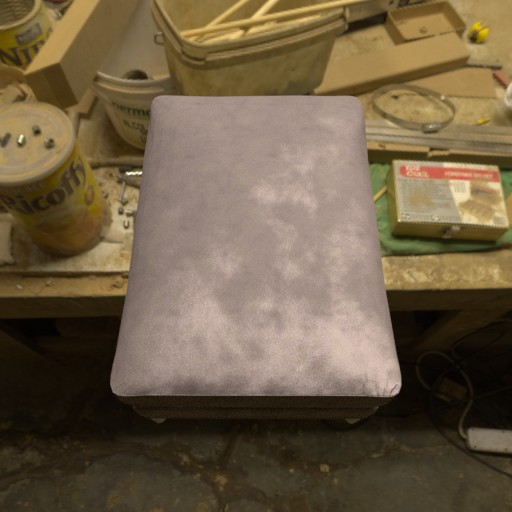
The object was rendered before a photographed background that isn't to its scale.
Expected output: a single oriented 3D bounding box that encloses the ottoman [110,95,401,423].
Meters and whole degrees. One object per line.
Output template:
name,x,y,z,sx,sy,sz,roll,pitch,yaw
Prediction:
ottoman,0.000,0.000,1.065,0.520,0.456,0.719,0,63,0
